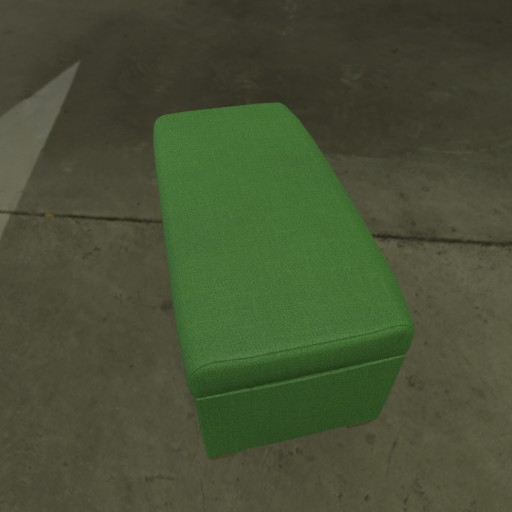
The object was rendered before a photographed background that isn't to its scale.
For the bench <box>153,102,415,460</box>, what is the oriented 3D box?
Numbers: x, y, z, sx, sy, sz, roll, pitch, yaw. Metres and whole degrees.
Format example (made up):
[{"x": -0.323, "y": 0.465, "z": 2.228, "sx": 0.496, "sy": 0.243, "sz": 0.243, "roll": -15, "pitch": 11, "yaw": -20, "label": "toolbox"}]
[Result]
[{"x": 0.000, "y": 0.000, "z": 1.332, "sx": 0.505, "sy": 0.501, "sz": 0.989, "roll": -9, "pitch": 46, "yaw": -9, "label": "bench"}]
